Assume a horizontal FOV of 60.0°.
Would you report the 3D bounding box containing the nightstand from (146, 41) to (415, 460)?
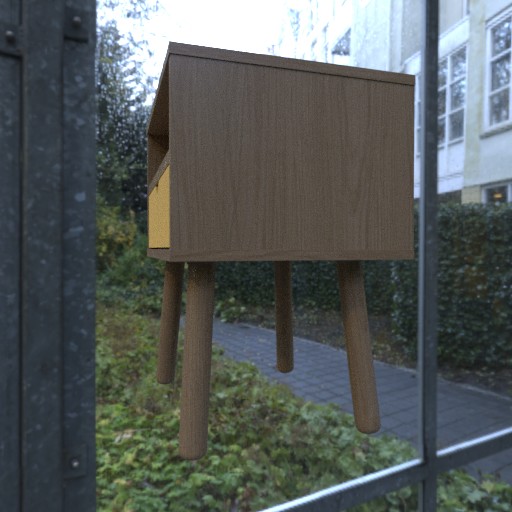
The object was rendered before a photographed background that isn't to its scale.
[{"bbox_3d":[0.000,0.000,0.855,0.380,0.571,0.450,0,1,-18],"label":"nightstand"}]
